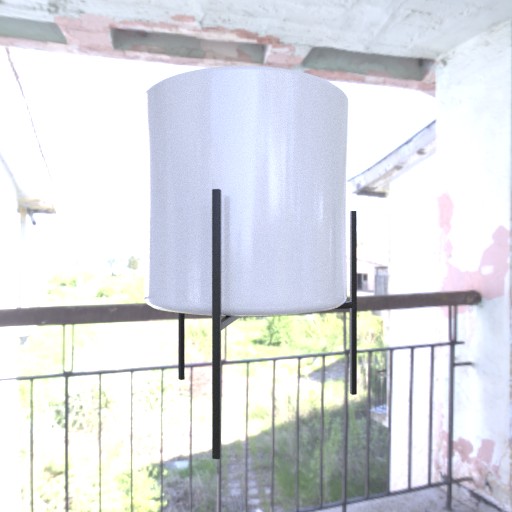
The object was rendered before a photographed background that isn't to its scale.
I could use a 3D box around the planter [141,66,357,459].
[{"bbox_3d":[0.000,0.000,0.722,0.361,0.480,0.360,0,0,-16],"label":"planter"}]
